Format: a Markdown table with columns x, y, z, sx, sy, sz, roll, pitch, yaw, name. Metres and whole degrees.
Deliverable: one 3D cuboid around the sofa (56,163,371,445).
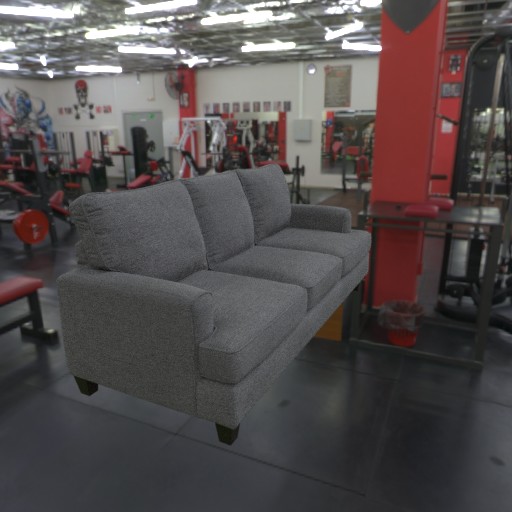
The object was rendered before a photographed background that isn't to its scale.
| x | y | z | sx | sy | sz | roll | pitch | yaw | name |
| --- | --- | --- | --- | --- | --- | --- | --- | --- | --- |
| 0.000 | 0.000 | 2.697 | 0.951 | 0.965 | 2.158 | 8 | 18 | 26 | sofa |
